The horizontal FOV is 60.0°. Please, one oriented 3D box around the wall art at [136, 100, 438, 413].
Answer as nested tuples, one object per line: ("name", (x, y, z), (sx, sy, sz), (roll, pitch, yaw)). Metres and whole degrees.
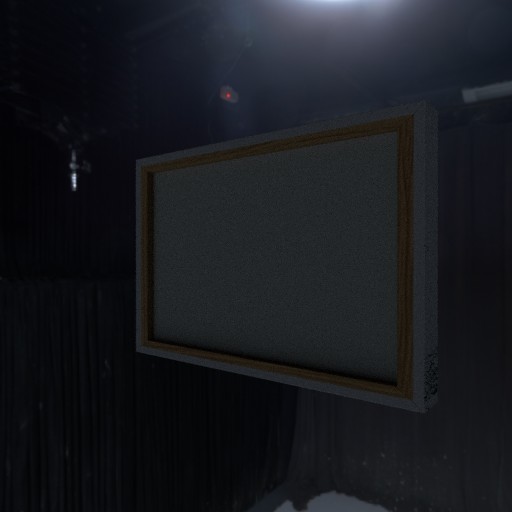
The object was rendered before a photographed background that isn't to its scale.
("wall art", (0.000, 0.000, 0.497), (0.381, 0.259, 0.038), (0, 0, 38))
